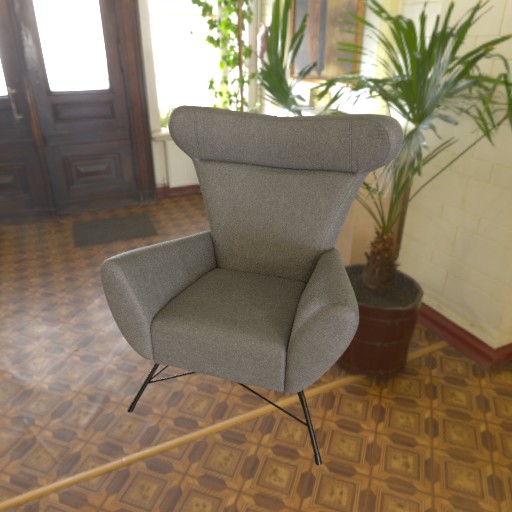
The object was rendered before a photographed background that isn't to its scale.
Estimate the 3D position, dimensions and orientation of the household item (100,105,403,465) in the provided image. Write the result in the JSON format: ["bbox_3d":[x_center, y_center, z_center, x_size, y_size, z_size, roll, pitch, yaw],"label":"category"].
[{"bbox_3d":[0.000,0.000,1.763,0.980,1.050,0.900,8,27,17],"label":"household item"}]
